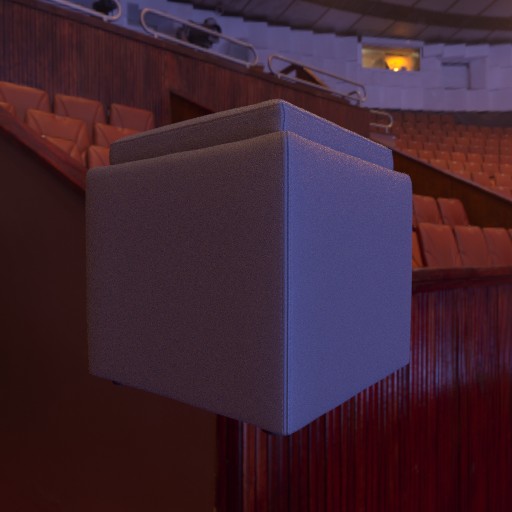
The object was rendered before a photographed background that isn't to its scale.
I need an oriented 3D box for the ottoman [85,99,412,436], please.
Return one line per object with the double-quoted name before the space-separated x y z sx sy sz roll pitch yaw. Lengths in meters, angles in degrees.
"ottoman" 0.000 0.000 0.832 0.451 0.460 0.450 1 2 38
